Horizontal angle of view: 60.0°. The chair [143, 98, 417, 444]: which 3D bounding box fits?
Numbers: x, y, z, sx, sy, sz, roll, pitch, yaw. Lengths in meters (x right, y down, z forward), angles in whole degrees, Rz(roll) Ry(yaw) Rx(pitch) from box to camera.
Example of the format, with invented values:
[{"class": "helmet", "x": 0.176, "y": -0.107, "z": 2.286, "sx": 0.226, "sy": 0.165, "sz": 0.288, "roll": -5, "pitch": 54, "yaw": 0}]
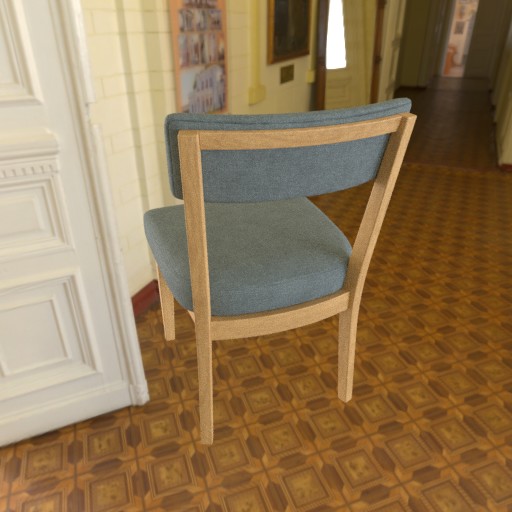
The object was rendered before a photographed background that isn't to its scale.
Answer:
[{"class": "chair", "x": 0.000, "y": 0.000, "z": 1.165, "sx": 0.508, "sy": 0.832, "sz": 0.572, "roll": -10, "pitch": 30, "yaw": -18}]
